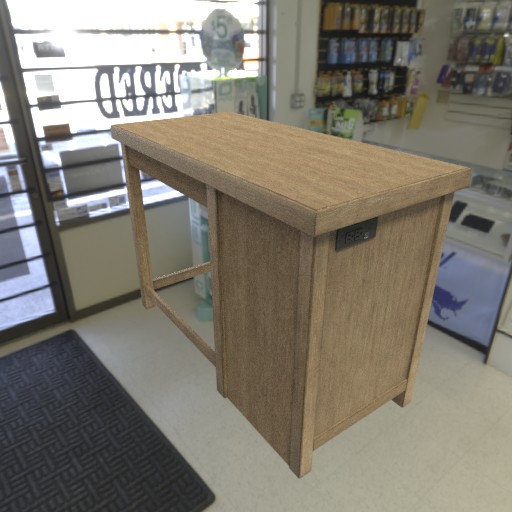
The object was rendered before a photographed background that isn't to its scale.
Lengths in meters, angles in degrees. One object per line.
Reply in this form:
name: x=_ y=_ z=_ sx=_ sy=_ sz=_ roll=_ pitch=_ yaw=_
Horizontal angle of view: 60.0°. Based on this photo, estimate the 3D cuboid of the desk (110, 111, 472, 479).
desk: x=0.000 y=0.000 z=1.785 sx=0.610 sy=0.912 sz=1.289 roll=-18 pitch=32 yaw=-32
